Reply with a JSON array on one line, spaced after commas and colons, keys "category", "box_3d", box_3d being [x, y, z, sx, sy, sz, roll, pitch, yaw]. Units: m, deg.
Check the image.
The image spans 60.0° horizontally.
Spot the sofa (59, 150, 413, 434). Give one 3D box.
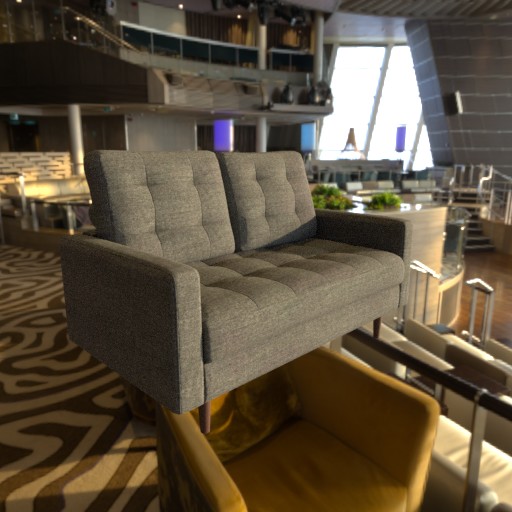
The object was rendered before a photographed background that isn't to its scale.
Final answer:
[{"category": "sofa", "box_3d": [0.000, 0.000, 1.956, 1.407, 0.907, 0.842, -13, 18, -43]}]
